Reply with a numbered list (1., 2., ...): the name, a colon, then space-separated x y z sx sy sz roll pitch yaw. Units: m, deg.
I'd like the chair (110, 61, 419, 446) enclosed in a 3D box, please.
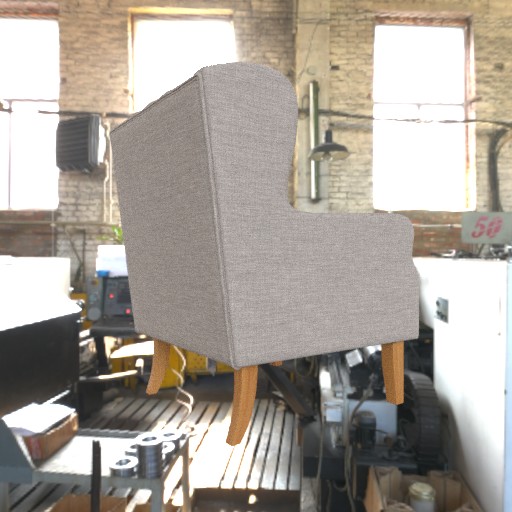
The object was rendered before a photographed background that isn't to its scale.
1. chair: 0.000 0.000 1.450 0.760 0.930 0.710 0 0 -37
